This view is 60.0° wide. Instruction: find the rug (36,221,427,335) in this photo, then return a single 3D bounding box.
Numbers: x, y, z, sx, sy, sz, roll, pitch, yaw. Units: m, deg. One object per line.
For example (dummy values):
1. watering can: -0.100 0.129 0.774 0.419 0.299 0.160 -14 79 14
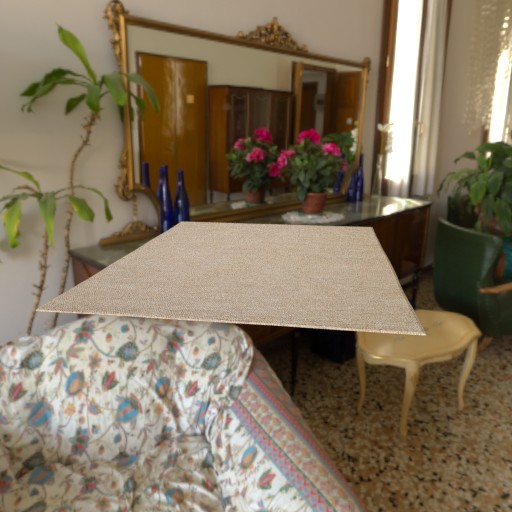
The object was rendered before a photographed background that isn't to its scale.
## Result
1. rug: 0.000 0.000 4.117 2.406 0.012 3.034 2 15 8
